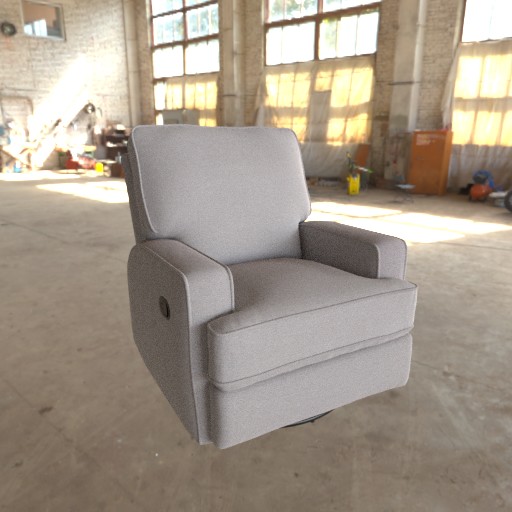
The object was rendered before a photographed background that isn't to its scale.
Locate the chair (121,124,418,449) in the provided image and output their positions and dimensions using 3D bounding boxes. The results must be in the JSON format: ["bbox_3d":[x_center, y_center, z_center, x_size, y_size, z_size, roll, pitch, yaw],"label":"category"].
[{"bbox_3d":[0.000,0.000,1.686,0.861,0.964,0.969,-9,19,-28],"label":"chair"}]
